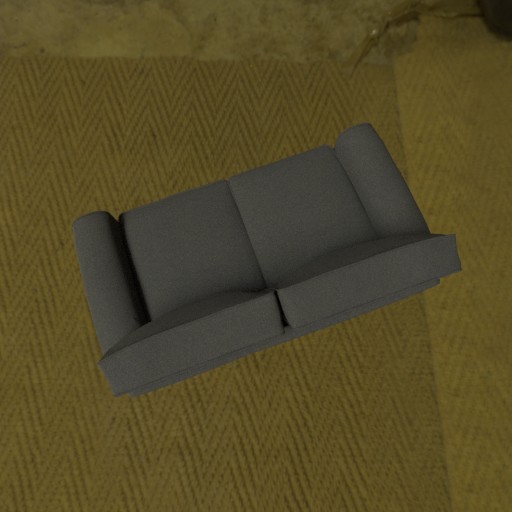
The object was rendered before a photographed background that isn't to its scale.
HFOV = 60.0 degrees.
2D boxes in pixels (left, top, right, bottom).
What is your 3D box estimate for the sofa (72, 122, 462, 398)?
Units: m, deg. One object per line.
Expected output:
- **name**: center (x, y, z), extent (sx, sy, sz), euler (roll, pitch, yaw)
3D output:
- **sofa**: center (0.000, 0.000, 2.436), extent (1.801, 1.059, 0.997), euler (-19, 77, -5)
